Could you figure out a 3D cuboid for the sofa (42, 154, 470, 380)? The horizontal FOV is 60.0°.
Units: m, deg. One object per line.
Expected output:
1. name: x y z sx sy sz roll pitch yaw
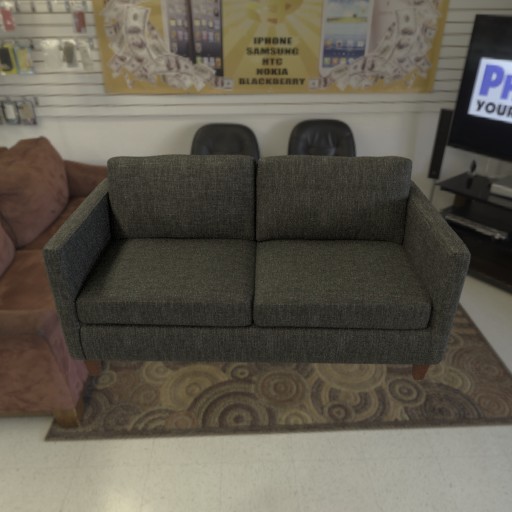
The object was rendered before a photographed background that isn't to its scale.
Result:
1. sofa: 0.000 0.000 2.417 1.884 0.963 0.950 1 30 1
